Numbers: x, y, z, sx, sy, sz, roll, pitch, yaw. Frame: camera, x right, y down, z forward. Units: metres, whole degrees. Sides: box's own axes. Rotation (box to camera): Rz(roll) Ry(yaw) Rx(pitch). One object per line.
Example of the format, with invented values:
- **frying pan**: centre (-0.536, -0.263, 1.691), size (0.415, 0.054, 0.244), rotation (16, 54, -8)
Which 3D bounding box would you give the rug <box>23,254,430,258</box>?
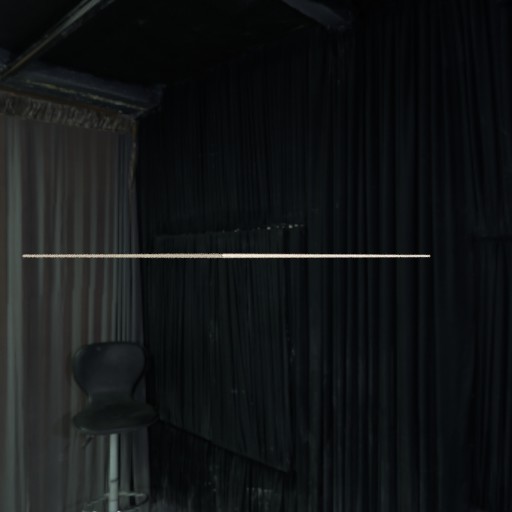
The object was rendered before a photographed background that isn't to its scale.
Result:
- **rug**: centre (0.000, 0.000, 2.897), size (1.526, 0.014, 2.290), rotation (0, 0, 38)
